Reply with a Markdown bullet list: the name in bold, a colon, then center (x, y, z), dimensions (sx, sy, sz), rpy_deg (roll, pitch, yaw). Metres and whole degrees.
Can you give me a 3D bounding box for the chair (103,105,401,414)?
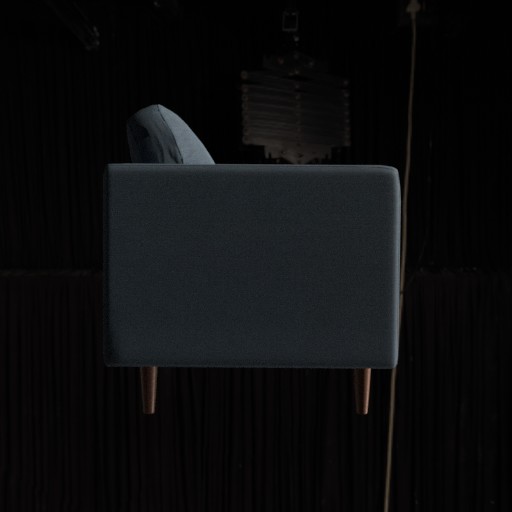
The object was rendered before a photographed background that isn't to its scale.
- **chair**: center (0.000, 0.000, 1.577), dimensions (0.820, 0.922, 0.855), rpy_deg (0, 1, 0)
